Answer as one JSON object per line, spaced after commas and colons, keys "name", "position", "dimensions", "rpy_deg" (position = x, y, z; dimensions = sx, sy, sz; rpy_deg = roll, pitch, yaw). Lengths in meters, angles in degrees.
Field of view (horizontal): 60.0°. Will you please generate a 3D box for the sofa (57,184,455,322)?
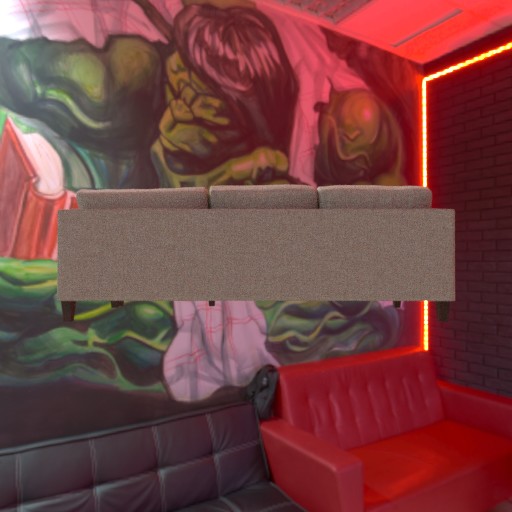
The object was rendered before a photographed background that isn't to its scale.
{"name": "sofa", "position": [0.000, 0.000, 4.249], "dimensions": [2.432, 0.863, 3.182], "rpy_deg": [0, -1, 0]}
